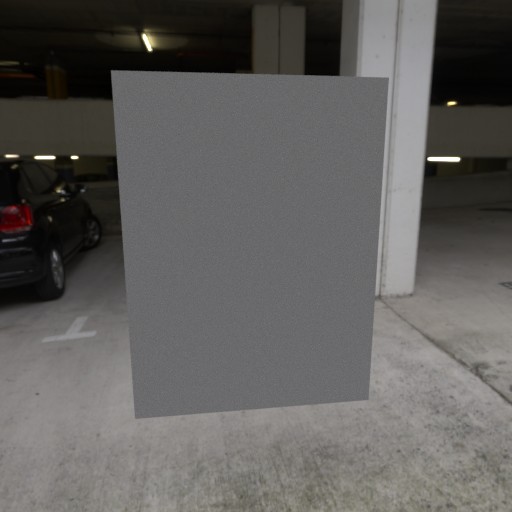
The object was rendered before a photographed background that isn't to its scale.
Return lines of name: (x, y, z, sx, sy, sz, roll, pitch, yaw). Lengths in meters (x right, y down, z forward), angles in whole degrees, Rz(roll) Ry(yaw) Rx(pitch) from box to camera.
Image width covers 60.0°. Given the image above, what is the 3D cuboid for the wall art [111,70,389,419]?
wall art: (0.000, 0.000, 0.793, 0.457, 0.609, 0.003, -2, 13, -8)
